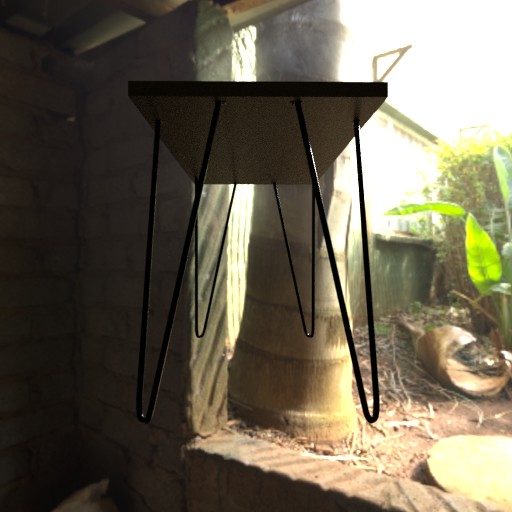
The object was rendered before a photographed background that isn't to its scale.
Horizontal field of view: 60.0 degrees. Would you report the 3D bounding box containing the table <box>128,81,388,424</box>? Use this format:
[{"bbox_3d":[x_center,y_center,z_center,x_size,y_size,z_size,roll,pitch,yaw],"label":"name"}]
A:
[{"bbox_3d":[0.000,0.000,1.341,0.499,0.660,0.991,0,-1,-1],"label":"table"}]
